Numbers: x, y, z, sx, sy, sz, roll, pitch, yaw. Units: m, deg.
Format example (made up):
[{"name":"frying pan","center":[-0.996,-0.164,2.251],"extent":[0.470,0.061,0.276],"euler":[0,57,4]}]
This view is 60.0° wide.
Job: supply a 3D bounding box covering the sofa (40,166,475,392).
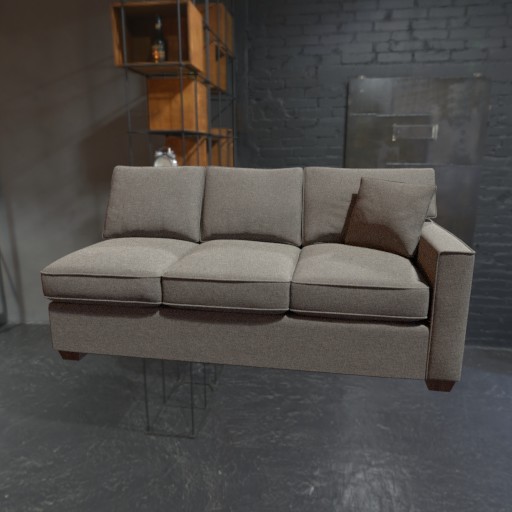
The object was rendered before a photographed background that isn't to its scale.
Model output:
[{"name":"sofa","center":[0.000,0.000,2.433],"extent":[1.963,0.946,1.034],"euler":[2,13,9]}]
